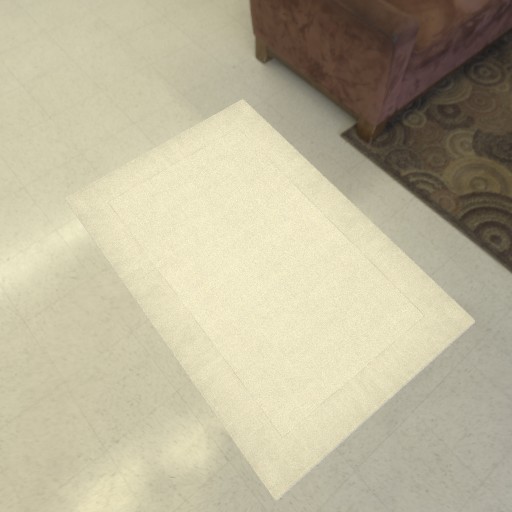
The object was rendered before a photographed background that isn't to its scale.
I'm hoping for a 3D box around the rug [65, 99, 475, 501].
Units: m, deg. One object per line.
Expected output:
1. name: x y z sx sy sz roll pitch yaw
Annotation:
1. rug: 0.000 0.000 2.256 1.219 0.013 1.829 -35 68 -16
